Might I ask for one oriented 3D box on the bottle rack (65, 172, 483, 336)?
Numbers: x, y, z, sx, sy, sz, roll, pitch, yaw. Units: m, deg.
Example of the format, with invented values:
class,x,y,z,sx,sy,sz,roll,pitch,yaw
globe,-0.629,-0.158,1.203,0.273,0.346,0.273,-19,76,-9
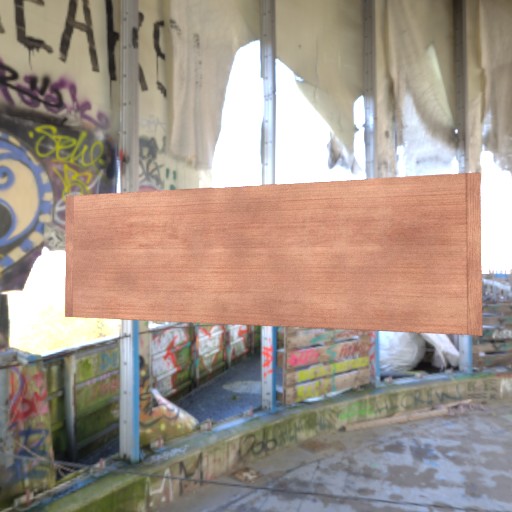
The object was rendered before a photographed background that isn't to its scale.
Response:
class,x,y,z,sx,sy,sz,roll,pitch,yaw
bottle rack,0.000,0.000,0.683,0.608,0.196,0.126,0,-1,18
